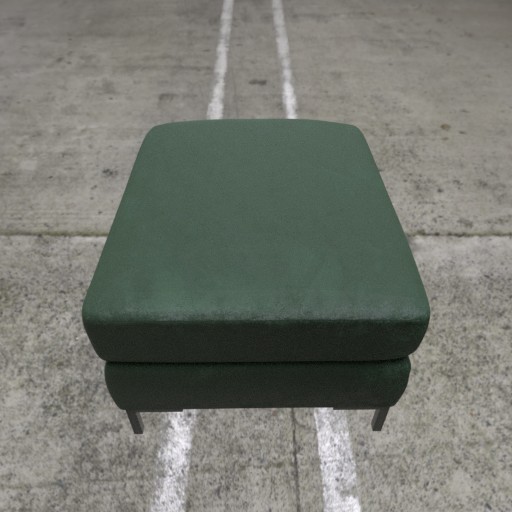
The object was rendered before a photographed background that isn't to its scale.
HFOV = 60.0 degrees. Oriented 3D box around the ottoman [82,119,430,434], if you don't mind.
[{"bbox_3d":[0.000,0.000,1.292,0.701,0.538,0.839,0,41,-1],"label":"ottoman"}]
